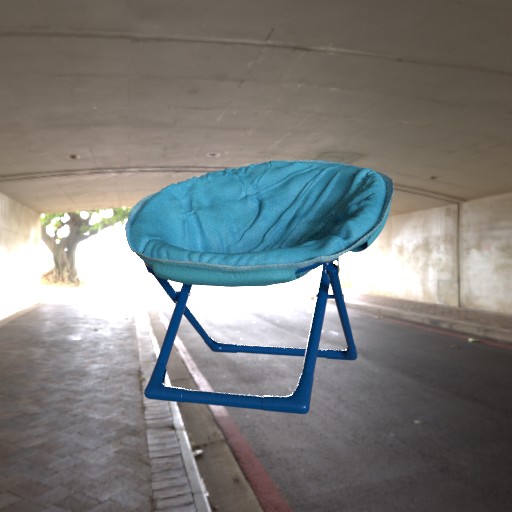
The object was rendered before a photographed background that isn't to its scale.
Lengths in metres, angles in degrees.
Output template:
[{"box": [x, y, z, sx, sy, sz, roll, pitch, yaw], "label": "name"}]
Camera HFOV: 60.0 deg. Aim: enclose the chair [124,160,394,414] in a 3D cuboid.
[{"box": [0.000, 0.000, 0.875, 0.520, 0.478, 0.465, 0, -1, 17], "label": "chair"}]
